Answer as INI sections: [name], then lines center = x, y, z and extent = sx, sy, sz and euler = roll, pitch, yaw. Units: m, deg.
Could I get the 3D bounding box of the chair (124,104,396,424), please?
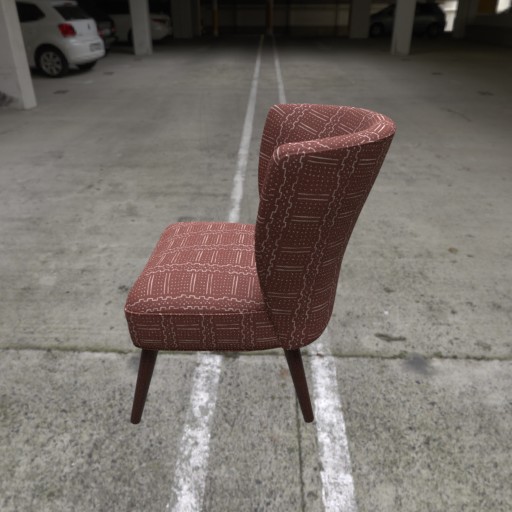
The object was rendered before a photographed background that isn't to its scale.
[chair]
center = 0.000, 0.000, 1.413
extent = 0.758, 0.866, 0.706
euler = 0, 26, 1
